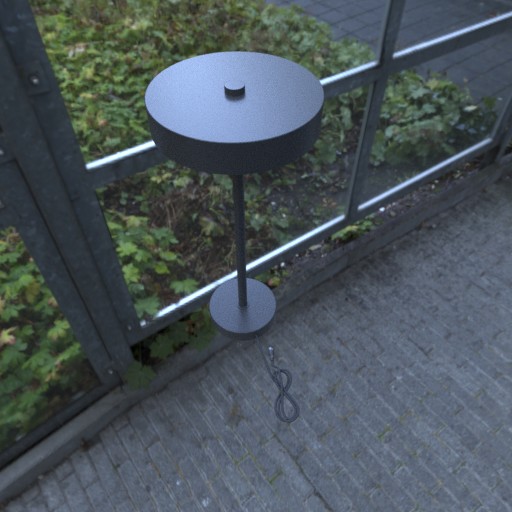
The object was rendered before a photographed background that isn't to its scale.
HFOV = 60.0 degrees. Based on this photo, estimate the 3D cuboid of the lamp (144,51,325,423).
[{"bbox_3d":[0.000,0.000,0.708,0.229,0.508,0.369,-17,51,-15],"label":"lamp"}]
